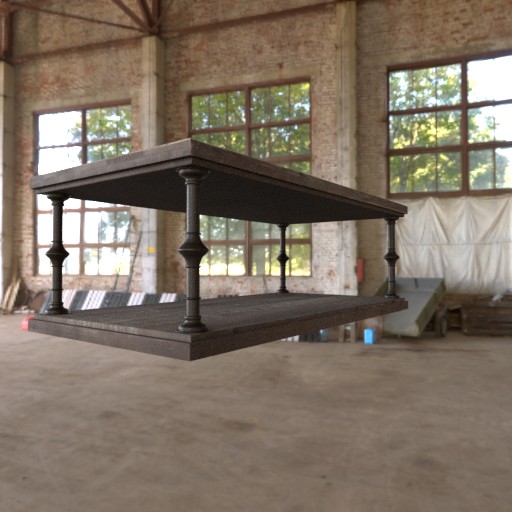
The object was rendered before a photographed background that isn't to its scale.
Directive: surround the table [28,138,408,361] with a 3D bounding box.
[{"bbox_3d":[0.000,0.000,1.338,0.554,0.373,1.088,-1,-1,37],"label":"table"}]
